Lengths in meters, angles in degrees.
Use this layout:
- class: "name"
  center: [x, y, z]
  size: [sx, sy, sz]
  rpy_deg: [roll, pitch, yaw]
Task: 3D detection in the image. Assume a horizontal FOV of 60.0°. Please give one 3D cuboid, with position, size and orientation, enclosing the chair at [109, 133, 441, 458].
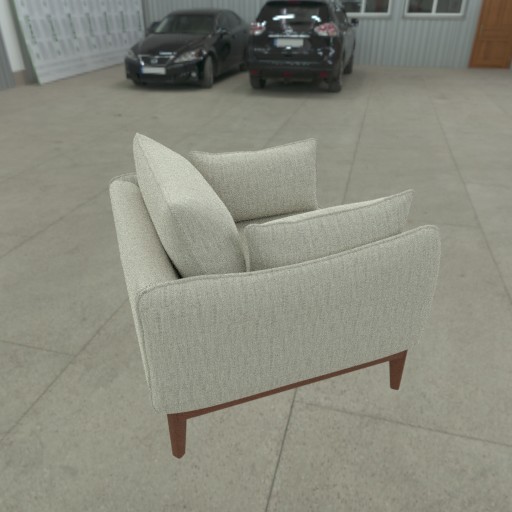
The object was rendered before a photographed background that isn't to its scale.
- class: "chair"
  center: [0.000, 0.000, 1.732]
  size: [0.991, 0.855, 0.994]
  rpy_deg: [-10, 31, -18]
